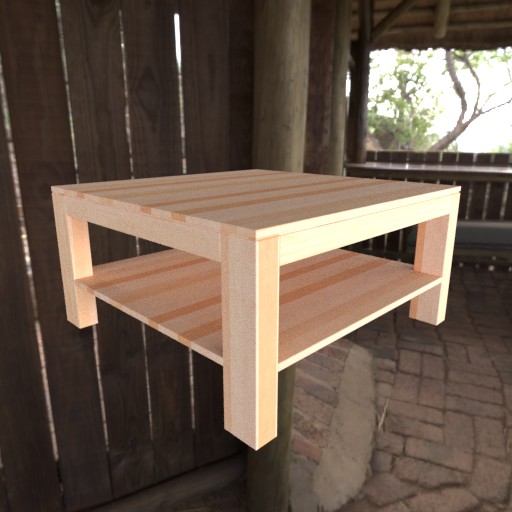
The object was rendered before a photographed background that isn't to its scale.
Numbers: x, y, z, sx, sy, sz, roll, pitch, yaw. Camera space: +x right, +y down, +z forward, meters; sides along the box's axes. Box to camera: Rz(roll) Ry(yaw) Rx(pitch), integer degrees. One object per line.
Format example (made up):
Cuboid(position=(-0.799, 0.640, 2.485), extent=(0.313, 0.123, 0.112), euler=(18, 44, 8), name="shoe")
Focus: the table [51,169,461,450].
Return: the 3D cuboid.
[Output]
Cuboid(position=(0.000, 0.000, 1.436), extent=(0.900, 0.450, 0.900), euler=(15, 22, 43), name="table")
